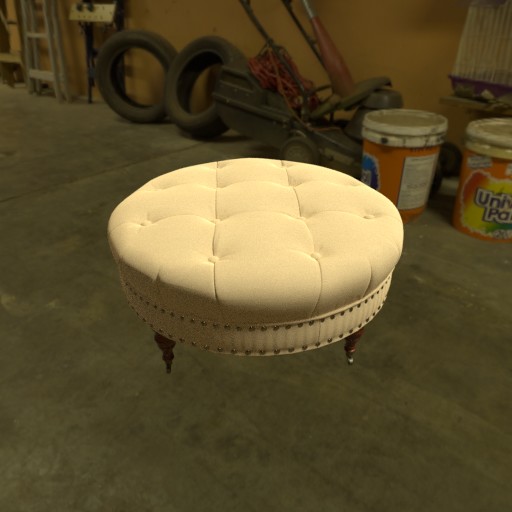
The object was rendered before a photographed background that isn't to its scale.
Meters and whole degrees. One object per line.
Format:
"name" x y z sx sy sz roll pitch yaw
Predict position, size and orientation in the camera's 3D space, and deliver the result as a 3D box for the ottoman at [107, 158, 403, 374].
"ottoman" 0.000 0.000 1.441 0.901 0.439 0.901 0 30 0
